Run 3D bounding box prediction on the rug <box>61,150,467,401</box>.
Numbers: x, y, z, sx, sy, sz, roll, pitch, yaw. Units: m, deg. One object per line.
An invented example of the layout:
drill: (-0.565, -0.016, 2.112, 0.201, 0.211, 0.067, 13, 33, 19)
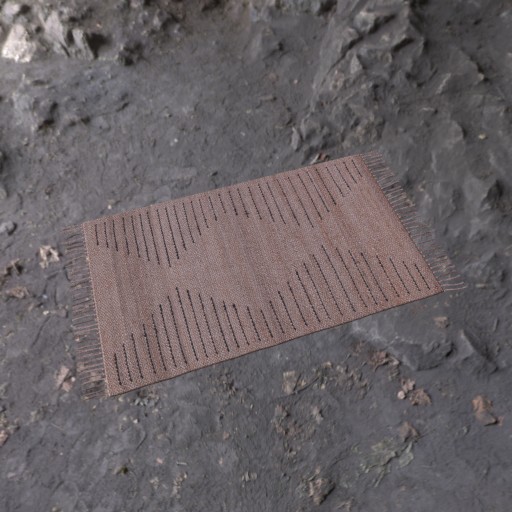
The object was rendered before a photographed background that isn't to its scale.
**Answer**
rug: (0.000, 0.000, 2.073, 1.718, 0.017, 0.905, -16, 59, -9)
